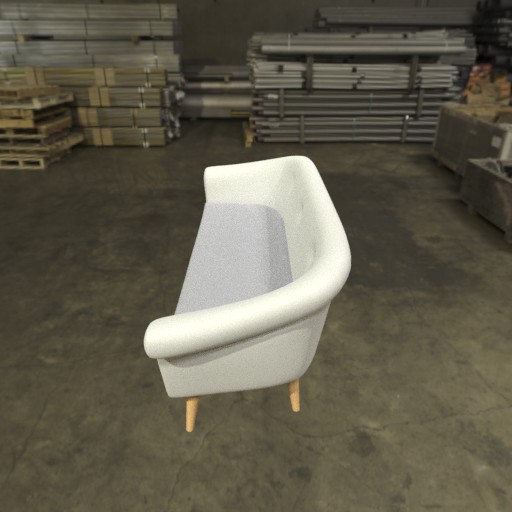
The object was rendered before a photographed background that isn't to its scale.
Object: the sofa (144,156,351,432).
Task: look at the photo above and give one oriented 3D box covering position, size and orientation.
[{"bbox_3d":[0.000,0.000,2.572,0.827,0.795,2.160,0,27,0],"label":"sofa"}]
